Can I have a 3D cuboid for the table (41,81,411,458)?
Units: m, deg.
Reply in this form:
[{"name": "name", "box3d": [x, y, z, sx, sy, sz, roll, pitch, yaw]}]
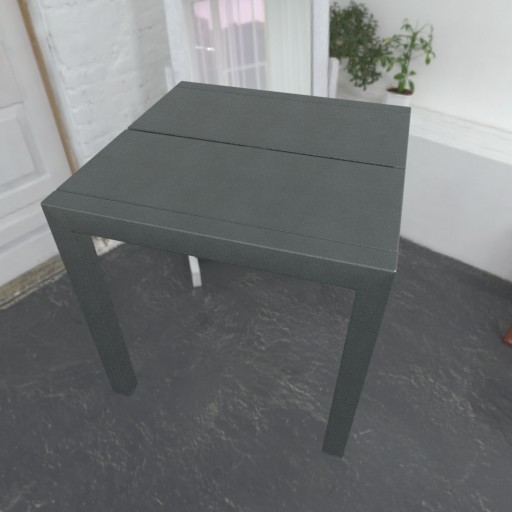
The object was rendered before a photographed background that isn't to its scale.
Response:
[{"name": "table", "box3d": [0.000, 0.000, 0.939, 0.508, 0.508, 0.508, 11, 43, 12]}]
